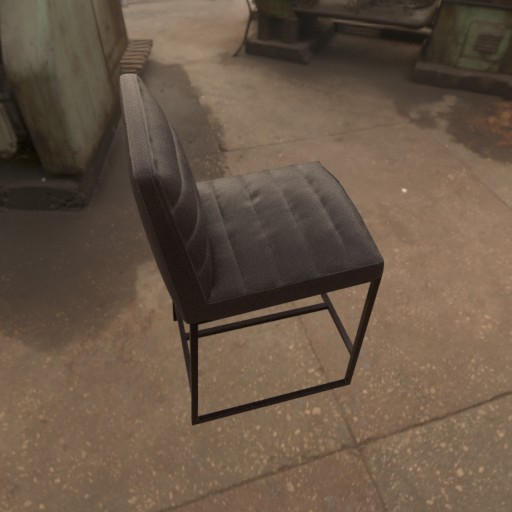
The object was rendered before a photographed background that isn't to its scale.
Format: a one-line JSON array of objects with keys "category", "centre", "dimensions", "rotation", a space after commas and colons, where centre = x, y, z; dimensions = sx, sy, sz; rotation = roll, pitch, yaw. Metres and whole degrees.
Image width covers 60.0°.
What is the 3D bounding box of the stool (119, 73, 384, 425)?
[{"category": "stool", "centre": [0.000, 0.000, 1.260], "dimensions": [0.562, 0.946, 0.463], "rotation": [-11, 46, -11]}]
